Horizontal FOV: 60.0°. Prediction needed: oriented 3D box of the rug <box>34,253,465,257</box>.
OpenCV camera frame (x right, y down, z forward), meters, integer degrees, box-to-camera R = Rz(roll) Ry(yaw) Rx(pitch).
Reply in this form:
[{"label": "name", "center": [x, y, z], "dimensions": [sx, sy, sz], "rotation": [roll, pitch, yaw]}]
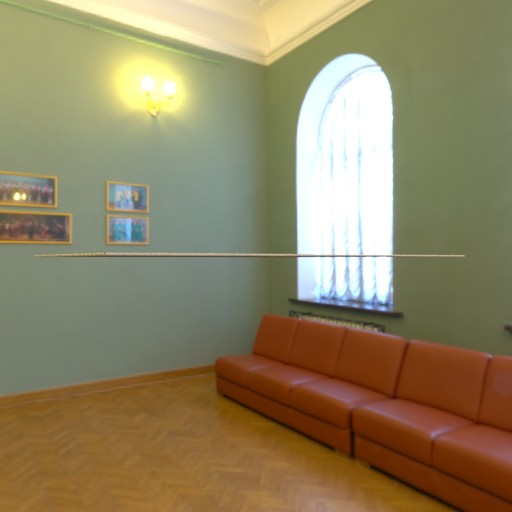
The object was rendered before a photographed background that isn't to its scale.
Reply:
[{"label": "rug", "center": [0.000, 0.000, 2.944], "dimensions": [2.435, 0.011, 1.517], "rotation": [0, 0, -35]}]
